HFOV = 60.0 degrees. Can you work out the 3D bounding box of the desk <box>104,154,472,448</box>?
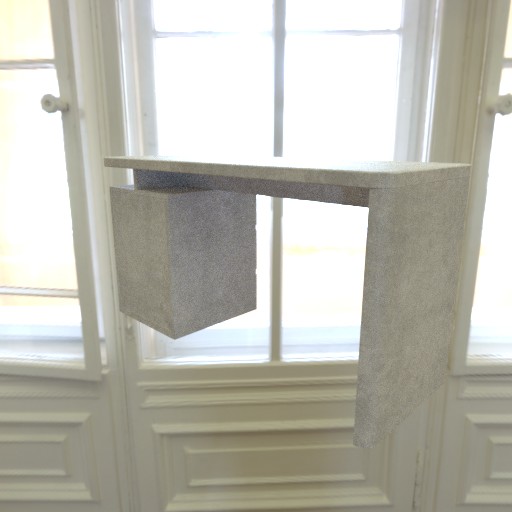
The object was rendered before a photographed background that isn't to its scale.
[{"bbox_3d":[0.000,0.000,1.776,1.400,0.755,0.550,14,20,43],"label":"desk"}]
